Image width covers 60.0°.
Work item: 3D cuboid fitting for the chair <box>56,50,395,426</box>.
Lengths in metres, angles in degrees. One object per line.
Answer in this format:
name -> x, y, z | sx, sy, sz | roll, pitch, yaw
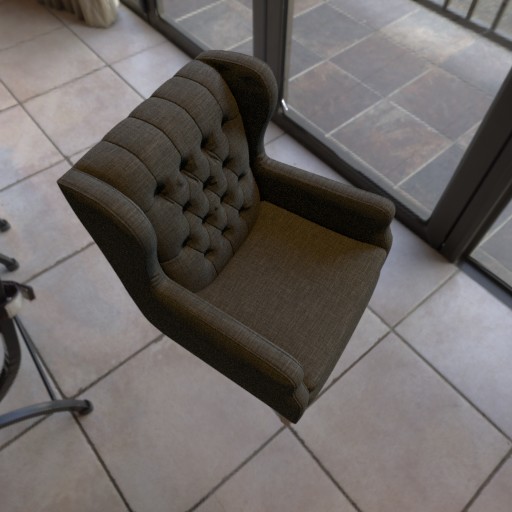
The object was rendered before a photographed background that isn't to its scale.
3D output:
chair -> 0.000, 0.000, 1.470 | 0.775, 0.953, 0.711 | 27, 62, 16
